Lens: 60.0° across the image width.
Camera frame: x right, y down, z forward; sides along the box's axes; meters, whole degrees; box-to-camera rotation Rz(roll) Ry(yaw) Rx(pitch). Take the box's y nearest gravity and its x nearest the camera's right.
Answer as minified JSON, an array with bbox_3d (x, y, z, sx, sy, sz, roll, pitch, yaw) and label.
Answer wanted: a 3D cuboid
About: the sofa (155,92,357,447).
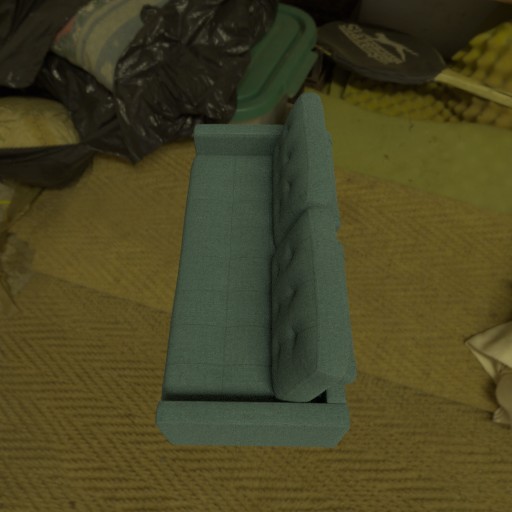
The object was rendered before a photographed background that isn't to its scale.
[{"bbox_3d":[0.000,0.000,2.658,0.966,1.050,2.010,1,57,0],"label":"sofa"}]
